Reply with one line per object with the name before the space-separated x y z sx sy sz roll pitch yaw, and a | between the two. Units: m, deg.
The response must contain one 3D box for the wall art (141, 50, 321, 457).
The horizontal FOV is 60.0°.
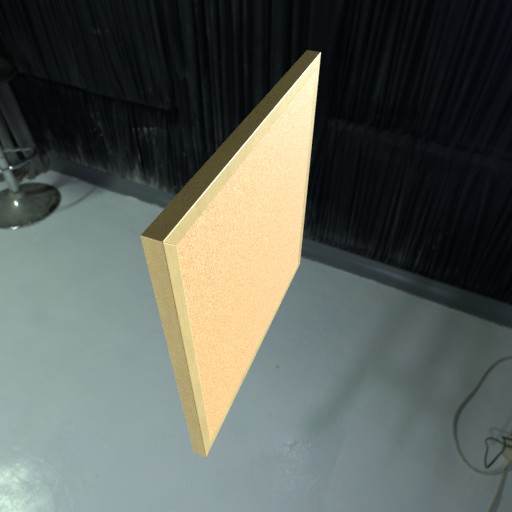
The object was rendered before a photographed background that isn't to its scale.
wall art | 0.000 0.000 1.139 0.037 0.763 0.763 16 47 16
